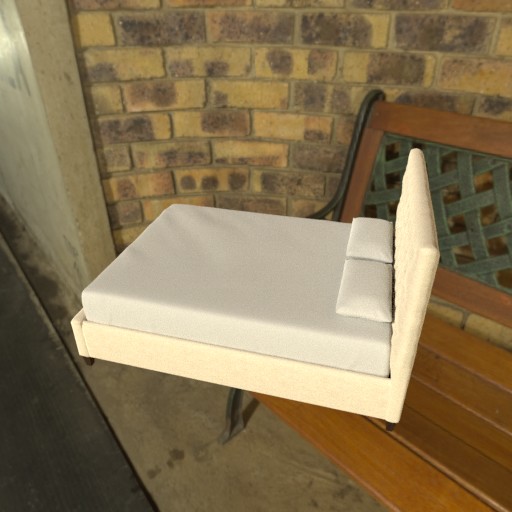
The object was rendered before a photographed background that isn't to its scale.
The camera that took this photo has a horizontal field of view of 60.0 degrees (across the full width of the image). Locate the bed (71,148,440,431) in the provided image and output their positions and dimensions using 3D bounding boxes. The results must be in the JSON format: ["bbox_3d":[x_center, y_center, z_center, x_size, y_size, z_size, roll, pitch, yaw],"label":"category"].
[{"bbox_3d":[0.000,0.000,3.528,2.387,1.427,1.698,8,32,13],"label":"bed"}]
